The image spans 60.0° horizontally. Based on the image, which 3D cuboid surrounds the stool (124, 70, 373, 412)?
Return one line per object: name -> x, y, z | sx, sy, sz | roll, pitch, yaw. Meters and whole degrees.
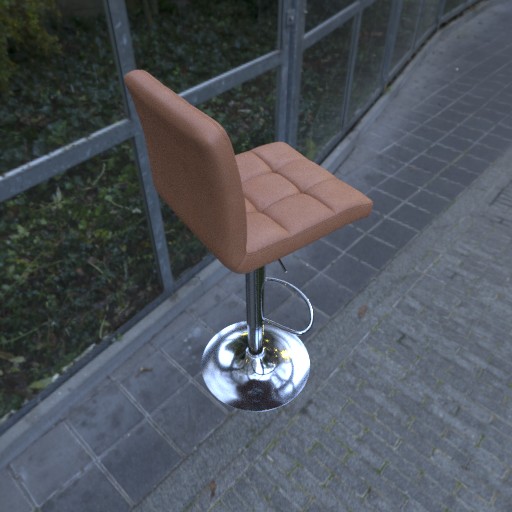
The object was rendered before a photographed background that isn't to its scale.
stool -> 0.000, 0.000, 1.378 | 0.505, 1.115, 0.430 | -24, 46, -25
